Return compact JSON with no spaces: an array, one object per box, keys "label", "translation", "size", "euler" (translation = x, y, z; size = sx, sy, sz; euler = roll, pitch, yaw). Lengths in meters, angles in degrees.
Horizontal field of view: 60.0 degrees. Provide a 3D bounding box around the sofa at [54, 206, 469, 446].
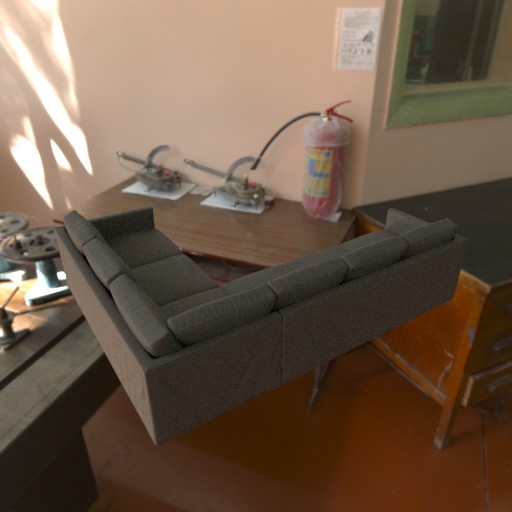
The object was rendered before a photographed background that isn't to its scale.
[{"label":"sofa","translation":[0.000,0.000,4.360],"size":[3.182,0.871,2.432],"euler":[-18,34,-29]}]
